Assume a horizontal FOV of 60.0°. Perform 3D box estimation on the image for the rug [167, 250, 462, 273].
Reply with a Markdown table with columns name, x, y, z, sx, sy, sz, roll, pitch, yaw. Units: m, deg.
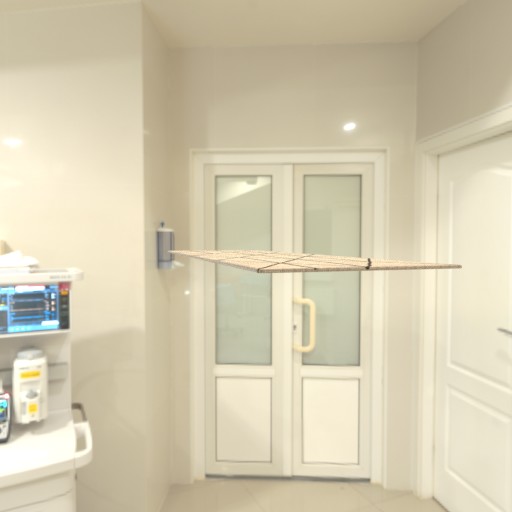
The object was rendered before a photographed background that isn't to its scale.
| name | x | y | z | sx | sy | sz | roll | pitch | yaw |
| --- | --- | --- | --- | --- | --- | --- | --- | --- | --- |
| rug | 0.000 | 0.000 | 2.620 | 0.762 | 0.012 | 2.438 | -1 | 2 | -18 |
